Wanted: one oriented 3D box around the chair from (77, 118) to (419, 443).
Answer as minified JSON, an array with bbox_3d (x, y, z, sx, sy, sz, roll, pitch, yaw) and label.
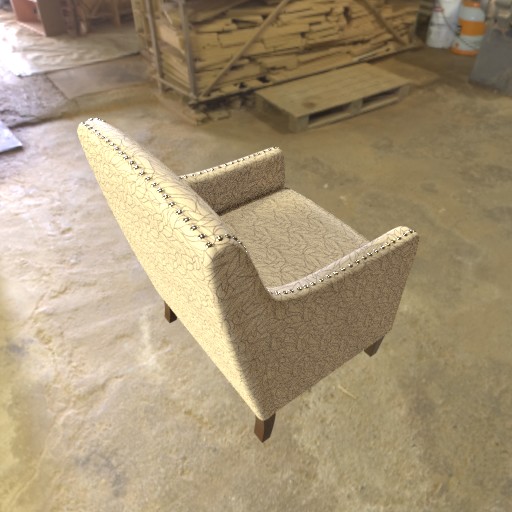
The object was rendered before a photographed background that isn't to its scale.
[{"bbox_3d":[0.000,0.000,1.295,0.651,0.816,0.623,-26,48,-27],"label":"chair"}]
